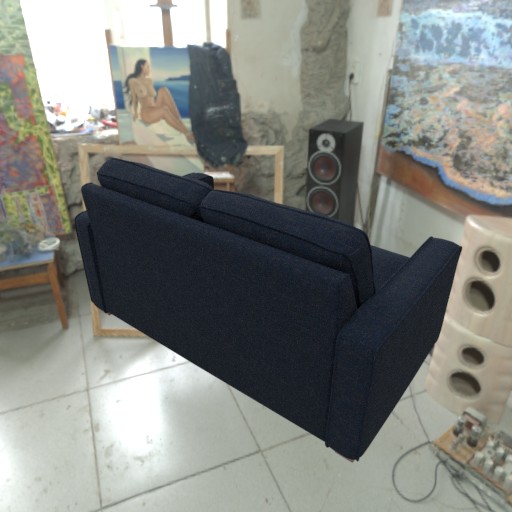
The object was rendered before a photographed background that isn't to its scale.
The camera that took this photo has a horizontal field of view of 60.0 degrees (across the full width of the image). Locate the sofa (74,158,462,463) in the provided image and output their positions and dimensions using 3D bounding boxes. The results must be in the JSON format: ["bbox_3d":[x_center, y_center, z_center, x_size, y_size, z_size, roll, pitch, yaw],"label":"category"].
[{"bbox_3d":[0.000,0.000,2.226,1.709,0.918,0.947,21,35,32],"label":"sofa"}]
